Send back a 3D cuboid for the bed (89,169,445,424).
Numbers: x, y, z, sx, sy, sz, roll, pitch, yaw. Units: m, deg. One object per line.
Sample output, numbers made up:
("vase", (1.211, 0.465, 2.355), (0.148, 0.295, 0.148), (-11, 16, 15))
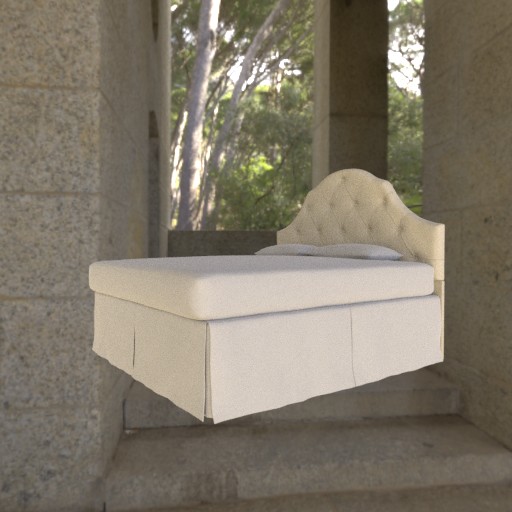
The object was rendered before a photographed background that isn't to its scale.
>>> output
("bed", (0.000, 0.000, 3.476), (2.086, 1.555, 2.012), (-1, 2, -36))
